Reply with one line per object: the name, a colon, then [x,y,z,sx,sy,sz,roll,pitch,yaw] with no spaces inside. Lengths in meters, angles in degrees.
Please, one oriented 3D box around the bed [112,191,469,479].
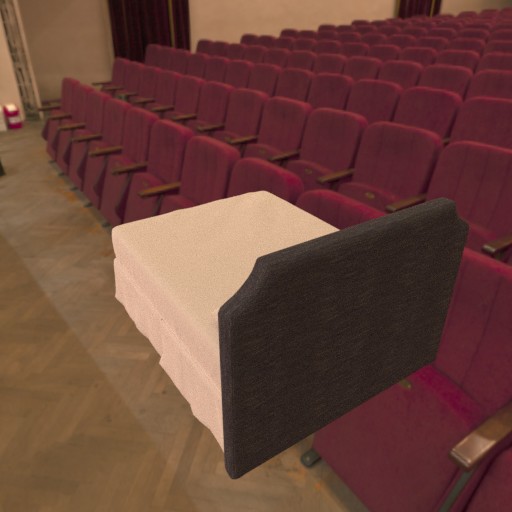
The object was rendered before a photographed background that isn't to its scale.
bed: [0.000,0.000,3.208,1.693,1.290,2.116,-18,34,-29]
